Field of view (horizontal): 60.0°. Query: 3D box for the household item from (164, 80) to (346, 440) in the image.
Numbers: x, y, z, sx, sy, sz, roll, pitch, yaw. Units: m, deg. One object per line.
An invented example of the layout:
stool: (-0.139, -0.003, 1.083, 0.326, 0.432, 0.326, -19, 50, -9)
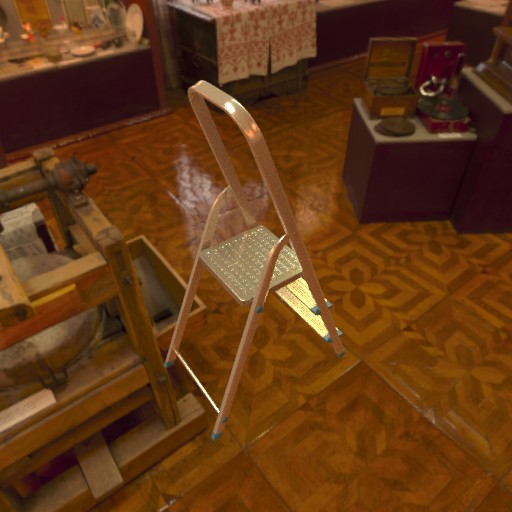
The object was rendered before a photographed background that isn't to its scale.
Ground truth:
household item: (0.000, 0.000, 1.541, 0.687, 1.215, 0.420, -25, 48, -26)
